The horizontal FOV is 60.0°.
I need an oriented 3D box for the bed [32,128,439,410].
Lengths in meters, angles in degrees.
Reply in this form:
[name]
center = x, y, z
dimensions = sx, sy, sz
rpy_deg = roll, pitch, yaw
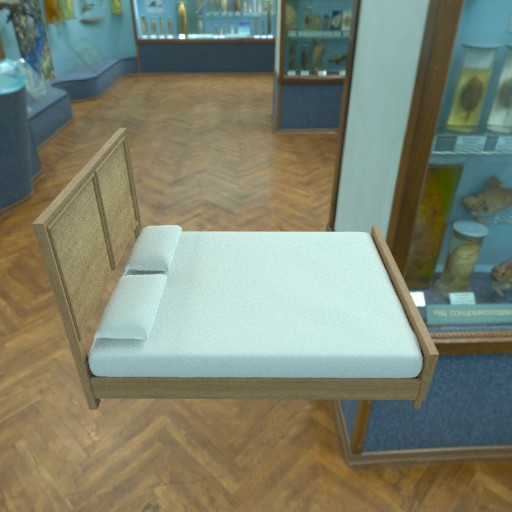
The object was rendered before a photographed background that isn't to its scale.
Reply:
[bed]
center = 0.000, 0.000, 3.218
dimensions = 2.184, 1.387, 1.606
rpy_deg = 0, 32, 0
